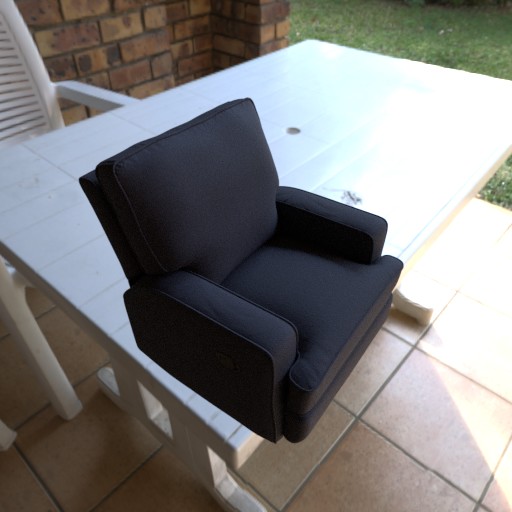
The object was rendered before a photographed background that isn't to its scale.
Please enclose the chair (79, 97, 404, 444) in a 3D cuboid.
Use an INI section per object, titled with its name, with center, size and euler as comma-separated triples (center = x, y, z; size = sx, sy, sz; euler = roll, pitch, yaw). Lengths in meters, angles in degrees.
[chair]
center = 0.000, 0.000, 1.739
size = 0.964, 0.962, 0.861
euler = 25, 46, 27
